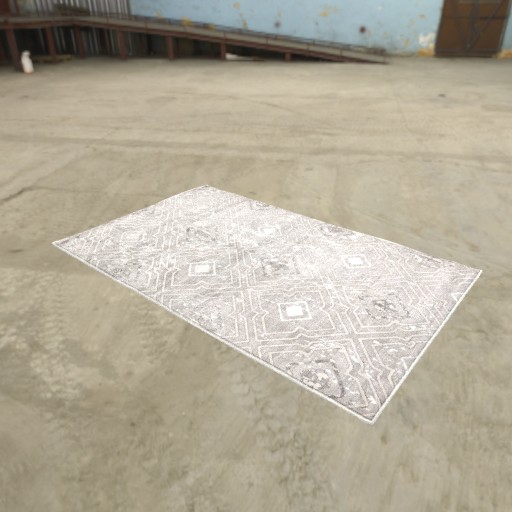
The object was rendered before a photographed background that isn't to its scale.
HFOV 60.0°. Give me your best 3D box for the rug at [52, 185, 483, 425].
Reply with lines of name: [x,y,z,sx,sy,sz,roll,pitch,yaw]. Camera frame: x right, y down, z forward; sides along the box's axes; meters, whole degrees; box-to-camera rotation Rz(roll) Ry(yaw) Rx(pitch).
rug: [0.000,0.000,2.946,2.447,0.036,1.537,22,36,34]
